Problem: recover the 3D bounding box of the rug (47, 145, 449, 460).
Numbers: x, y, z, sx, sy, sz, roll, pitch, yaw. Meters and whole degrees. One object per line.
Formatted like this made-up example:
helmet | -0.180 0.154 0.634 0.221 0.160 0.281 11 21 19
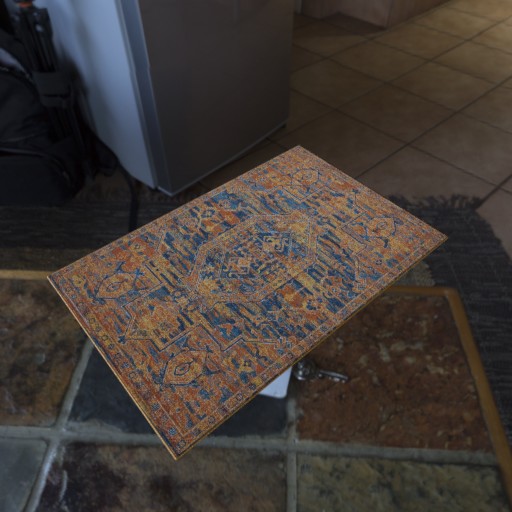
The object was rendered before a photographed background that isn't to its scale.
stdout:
rug | 0.000 0.000 2.294 1.758 0.013 1.148 -32 55 -26
